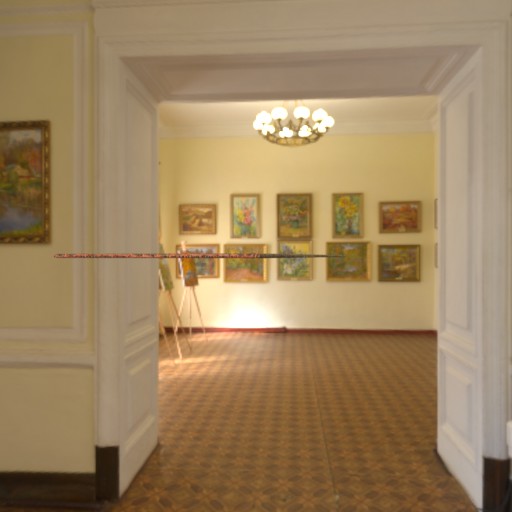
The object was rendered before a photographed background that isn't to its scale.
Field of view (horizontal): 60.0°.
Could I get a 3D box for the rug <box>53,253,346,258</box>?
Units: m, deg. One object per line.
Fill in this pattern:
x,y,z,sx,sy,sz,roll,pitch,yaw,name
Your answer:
0.000,0.000,2.626,0.810,0.016,2.413,0,0,18,rug
